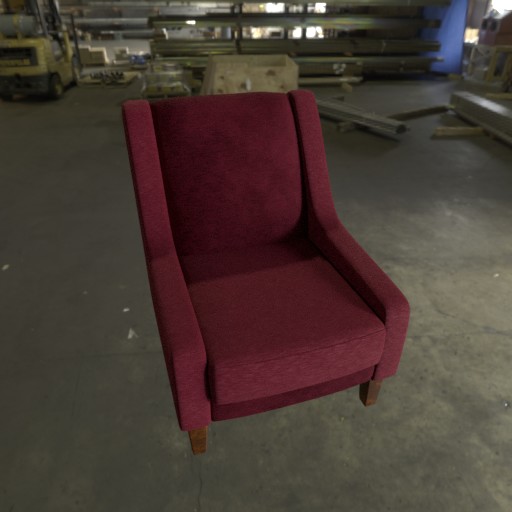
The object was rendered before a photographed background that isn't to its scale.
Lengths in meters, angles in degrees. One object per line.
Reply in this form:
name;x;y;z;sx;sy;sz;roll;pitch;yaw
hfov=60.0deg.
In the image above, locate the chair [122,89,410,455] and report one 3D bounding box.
chair;0.000;0.000;1.673;0.793;1.017;0.985;-10;32;-16
